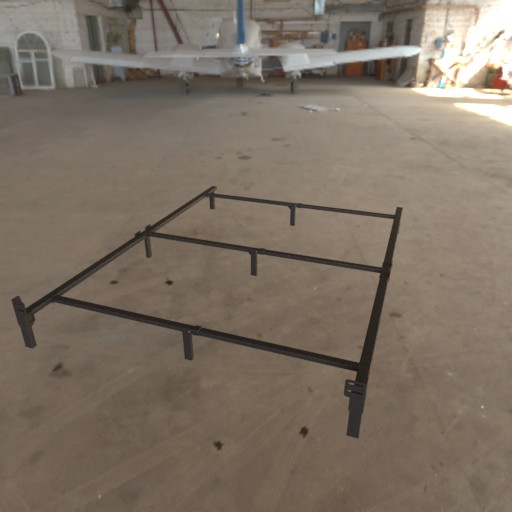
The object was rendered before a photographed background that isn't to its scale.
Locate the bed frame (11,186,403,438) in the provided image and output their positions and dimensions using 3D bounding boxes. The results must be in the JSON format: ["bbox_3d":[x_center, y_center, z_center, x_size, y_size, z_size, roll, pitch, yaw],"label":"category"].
[{"bbox_3d":[0.000,0.000,2.550,1.498,0.248,1.990,9,28,18],"label":"bed frame"}]
